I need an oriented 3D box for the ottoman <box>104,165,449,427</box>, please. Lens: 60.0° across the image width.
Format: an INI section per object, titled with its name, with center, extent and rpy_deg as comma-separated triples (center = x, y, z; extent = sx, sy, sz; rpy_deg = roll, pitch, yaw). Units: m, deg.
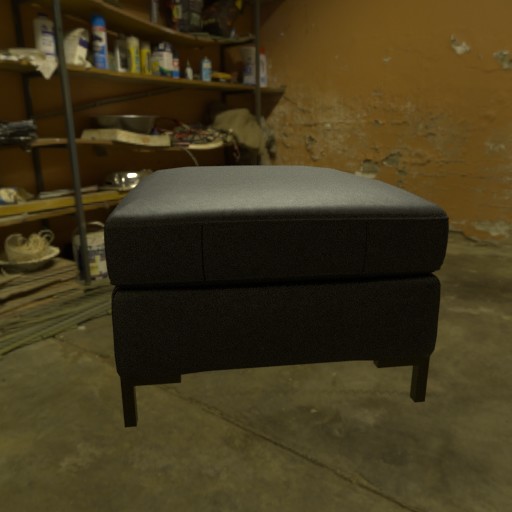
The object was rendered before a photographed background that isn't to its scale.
[ottoman]
center = 0.000, 0.000, 1.807
extent = 0.967, 0.696, 1.187
rpy_deg = -2, 16, -8
